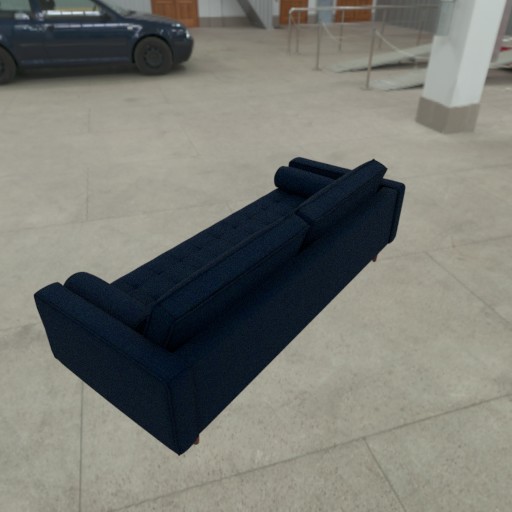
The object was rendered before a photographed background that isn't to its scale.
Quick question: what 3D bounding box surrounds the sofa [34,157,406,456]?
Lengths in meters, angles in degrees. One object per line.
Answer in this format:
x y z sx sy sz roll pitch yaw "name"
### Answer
0.000 0.000 2.612 0.914 0.762 2.210 22 39 31 "sofa"
